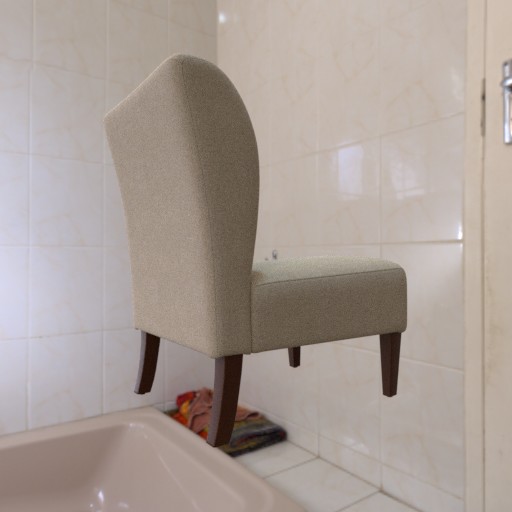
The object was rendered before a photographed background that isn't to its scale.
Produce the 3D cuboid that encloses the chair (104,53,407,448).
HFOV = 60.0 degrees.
[{"bbox_3d":[0.000,0.000,1.299,0.754,0.833,0.521,0,0,-35],"label":"chair"}]
